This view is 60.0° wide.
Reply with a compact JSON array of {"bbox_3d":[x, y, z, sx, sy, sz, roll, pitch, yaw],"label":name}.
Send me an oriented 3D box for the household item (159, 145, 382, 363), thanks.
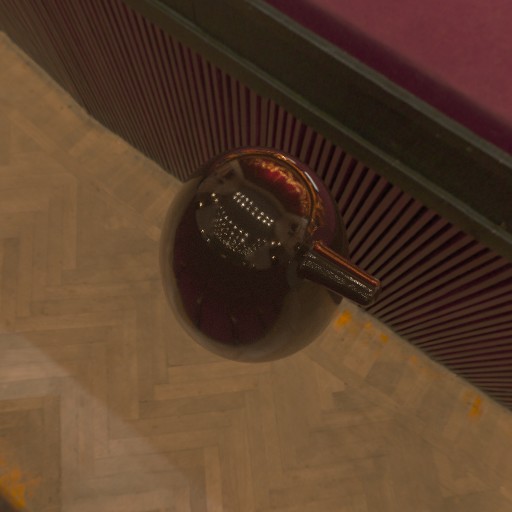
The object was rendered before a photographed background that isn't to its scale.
[{"bbox_3d":[0.000,0.000,0.218,0.104,0.152,0.102,37,78,9],"label":"household item"}]
